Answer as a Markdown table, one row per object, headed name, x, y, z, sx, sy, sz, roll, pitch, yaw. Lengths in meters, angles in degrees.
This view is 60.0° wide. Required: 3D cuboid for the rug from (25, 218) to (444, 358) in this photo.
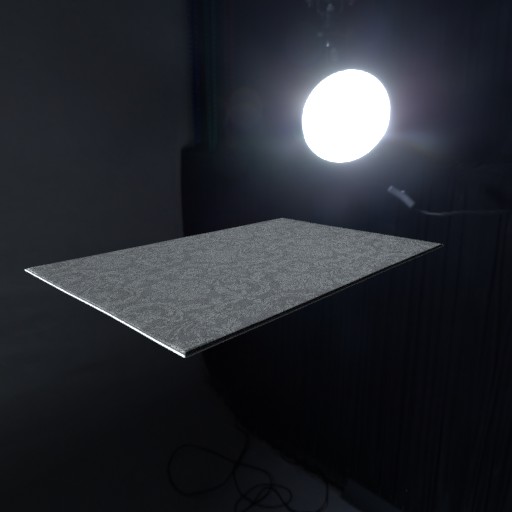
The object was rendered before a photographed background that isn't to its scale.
| name | x | y | z | sx | sy | sz | roll | pitch | yaw |
| --- | --- | --- | --- | --- | --- | --- | --- | --- | --- |
| rug | 0.000 | 0.000 | 3.425 | 1.819 | 0.018 | 2.746 | 14 | 21 | 42 |
